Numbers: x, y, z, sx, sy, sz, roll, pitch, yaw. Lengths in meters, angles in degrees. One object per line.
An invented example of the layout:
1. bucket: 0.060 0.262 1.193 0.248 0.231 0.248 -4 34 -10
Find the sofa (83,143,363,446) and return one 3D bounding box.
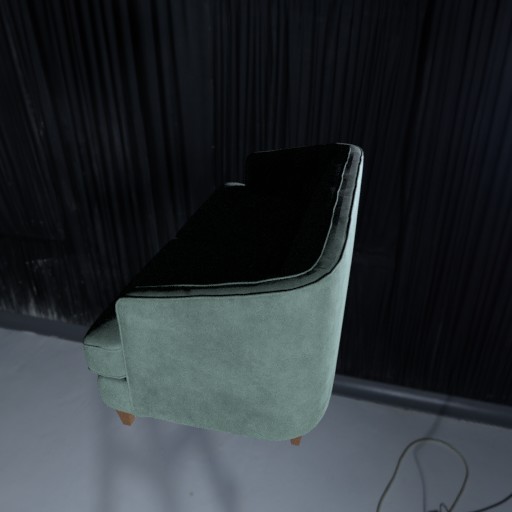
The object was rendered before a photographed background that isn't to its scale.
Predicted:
1. sofa: 0.000 0.000 2.261 0.941 0.855 1.733 7 31 13
